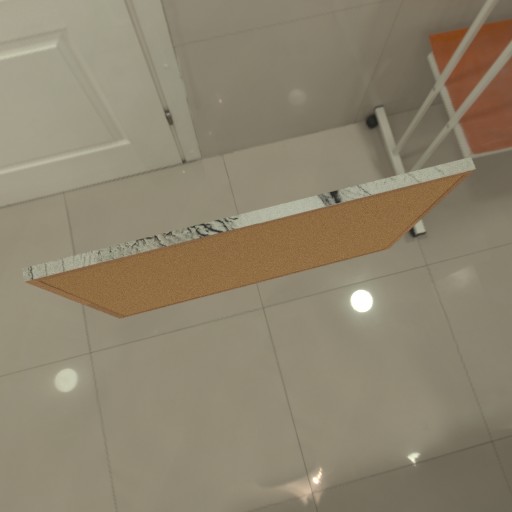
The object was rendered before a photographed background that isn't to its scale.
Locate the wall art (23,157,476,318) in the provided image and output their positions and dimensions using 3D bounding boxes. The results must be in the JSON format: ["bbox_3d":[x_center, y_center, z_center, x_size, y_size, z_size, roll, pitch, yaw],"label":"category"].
[{"bbox_3d":[0.000,0.000,1.454,1.141,0.758,0.035,-14,76,-4],"label":"wall art"}]
